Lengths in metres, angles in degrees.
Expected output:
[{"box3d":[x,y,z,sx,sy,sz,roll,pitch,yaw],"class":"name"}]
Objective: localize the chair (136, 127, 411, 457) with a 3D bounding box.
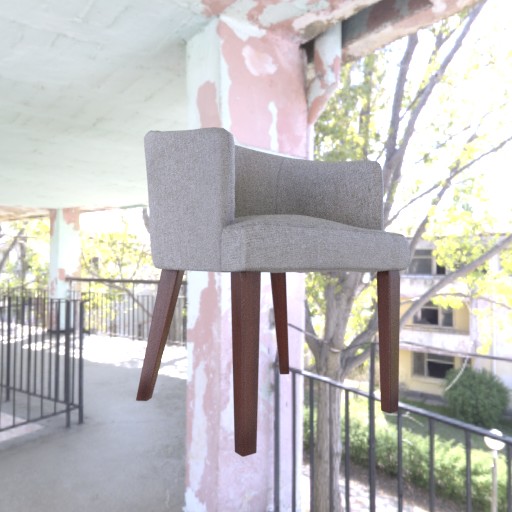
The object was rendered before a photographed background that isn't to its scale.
[{"box3d":[0.000,0.000,1.261,0.583,0.811,0.655,1,-2,-36],"class":"chair"}]
